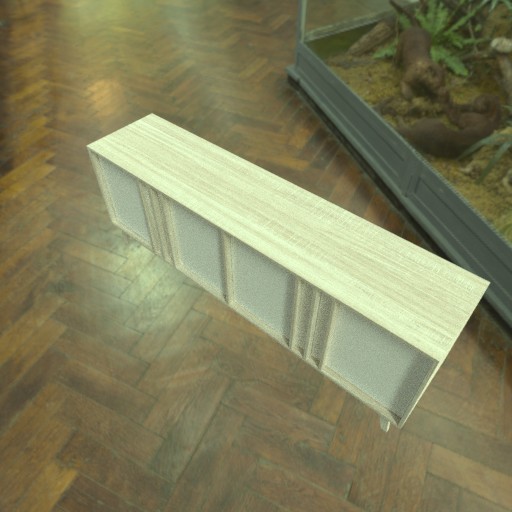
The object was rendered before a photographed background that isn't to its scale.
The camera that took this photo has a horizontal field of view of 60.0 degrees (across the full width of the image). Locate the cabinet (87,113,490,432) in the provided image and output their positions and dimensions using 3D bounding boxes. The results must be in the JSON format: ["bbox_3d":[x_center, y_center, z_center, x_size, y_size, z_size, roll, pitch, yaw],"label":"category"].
[{"bbox_3d":[0.000,0.000,2.532,2.200,0.780,0.500,32,54,27],"label":"cabinet"}]
